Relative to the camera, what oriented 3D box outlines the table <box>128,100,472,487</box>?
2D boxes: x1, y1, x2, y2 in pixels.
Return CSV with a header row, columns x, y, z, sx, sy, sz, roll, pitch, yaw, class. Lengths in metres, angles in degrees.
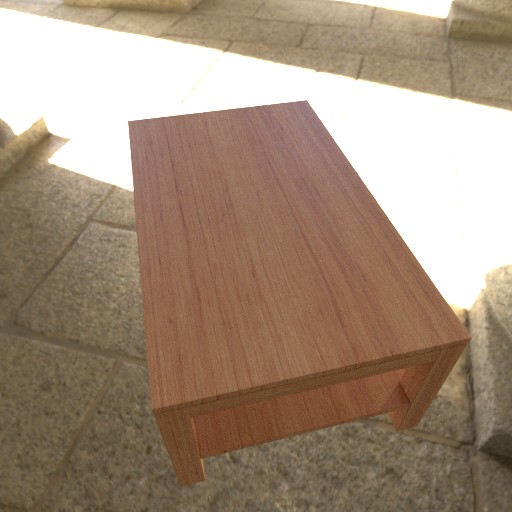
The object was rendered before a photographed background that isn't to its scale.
x,y,z,sx,sy,sz,roll,pitch,yaw,class
0.000,0.000,1.465,0.695,0.457,1.146,-10,47,-10,table
